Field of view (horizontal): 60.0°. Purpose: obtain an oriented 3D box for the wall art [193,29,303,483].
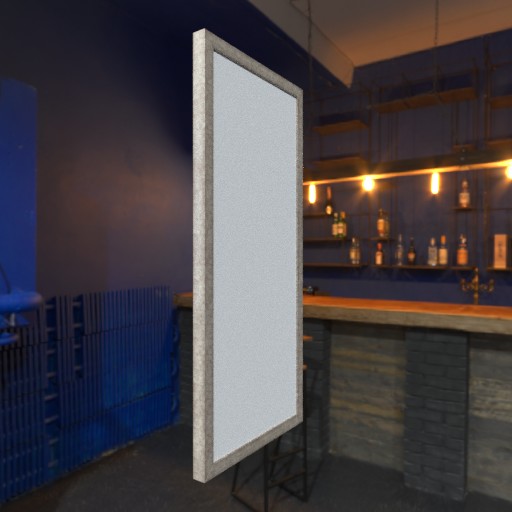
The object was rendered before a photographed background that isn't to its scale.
[{"bbox_3d":[0.000,0.000,1.703,0.051,1.461,0.648,0,0,35],"label":"wall art"}]
